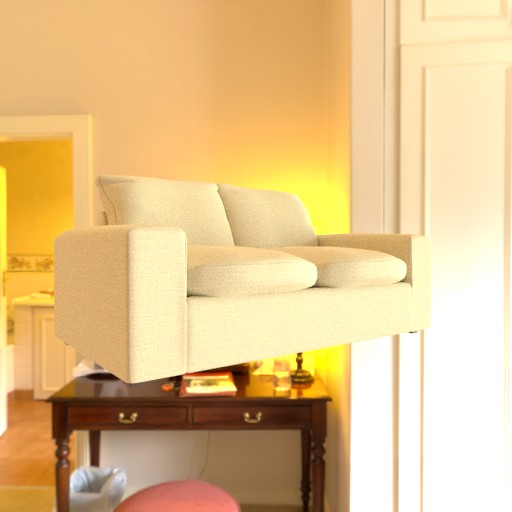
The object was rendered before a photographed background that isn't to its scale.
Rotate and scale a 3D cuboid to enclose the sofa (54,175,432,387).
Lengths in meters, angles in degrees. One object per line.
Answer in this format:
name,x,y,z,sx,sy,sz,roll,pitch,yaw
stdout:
sofa,0.000,0.000,2.337,1.754,0.875,1.091,-1,1,-37
